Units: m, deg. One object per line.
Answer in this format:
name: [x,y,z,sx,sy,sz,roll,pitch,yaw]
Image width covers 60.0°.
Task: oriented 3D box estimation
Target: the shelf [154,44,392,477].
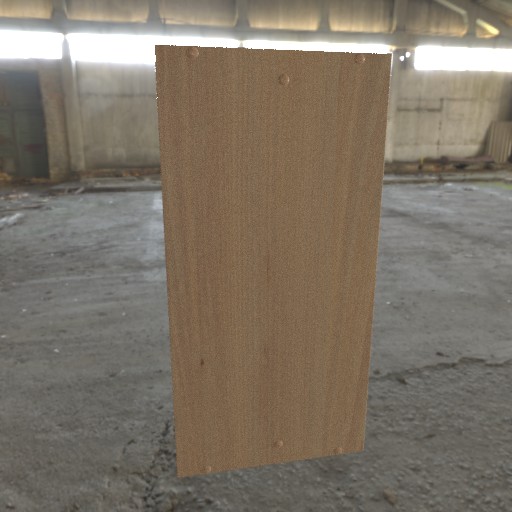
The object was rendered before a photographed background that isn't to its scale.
shelf: [0.000,0.000,0.749,0.297,0.594,0.290,-3,15,-11]
